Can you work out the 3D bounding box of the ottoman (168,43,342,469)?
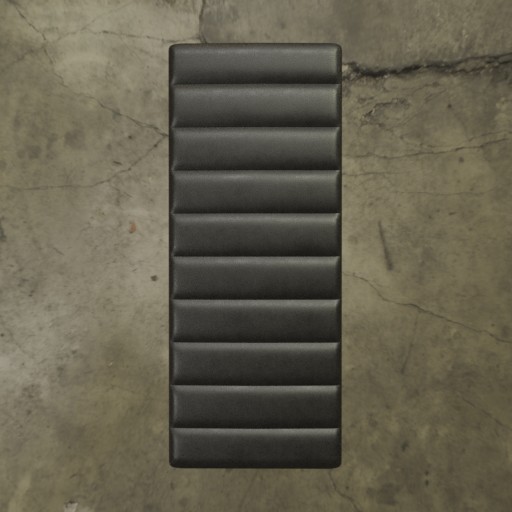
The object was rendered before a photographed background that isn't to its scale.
[{"bbox_3d":[0.000,0.000,1.389,0.482,0.469,1.151,0,90,0],"label":"ottoman"}]
